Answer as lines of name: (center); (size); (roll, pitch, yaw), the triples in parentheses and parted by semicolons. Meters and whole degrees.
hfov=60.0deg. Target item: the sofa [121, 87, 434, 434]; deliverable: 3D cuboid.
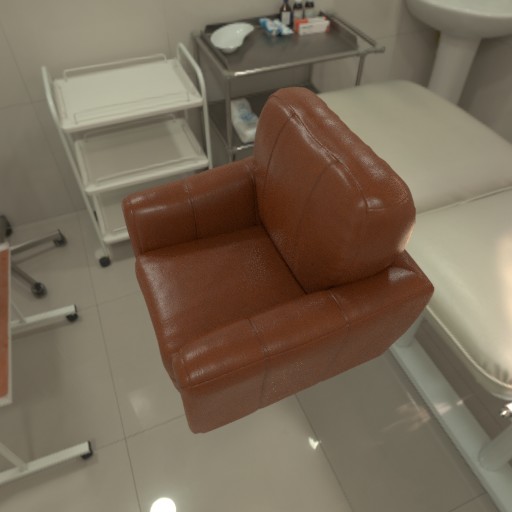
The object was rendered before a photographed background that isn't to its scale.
sofa: (0.000, 0.000, 1.501); (0.789, 0.876, 0.836); (-17, 50, -15)
